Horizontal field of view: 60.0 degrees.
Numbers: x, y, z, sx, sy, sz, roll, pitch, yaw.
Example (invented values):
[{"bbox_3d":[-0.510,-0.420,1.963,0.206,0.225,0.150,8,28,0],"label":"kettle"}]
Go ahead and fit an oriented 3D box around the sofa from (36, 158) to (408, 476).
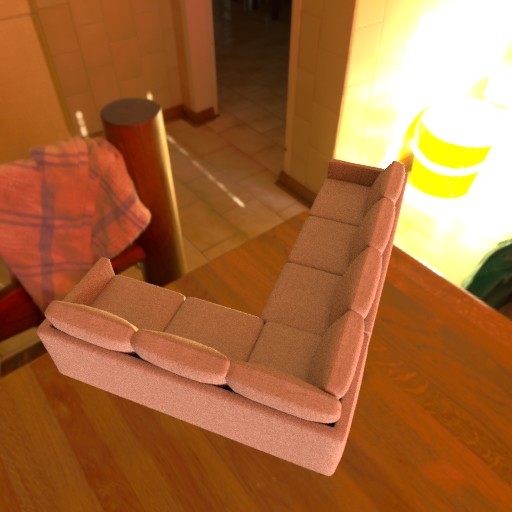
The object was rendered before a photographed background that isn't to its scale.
[{"bbox_3d":[0.000,0.000,4.435,2.522,0.934,3.333,15,46,15],"label":"sofa"}]
